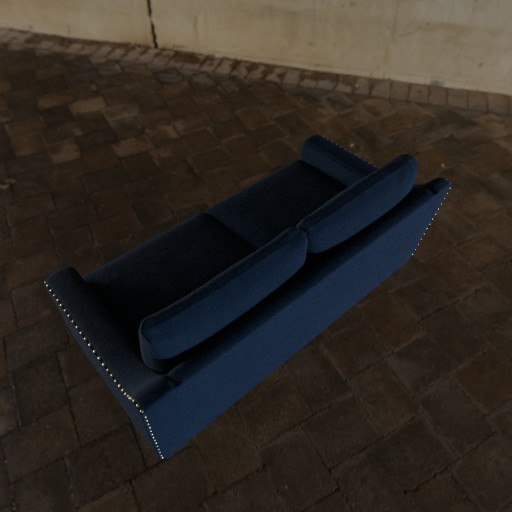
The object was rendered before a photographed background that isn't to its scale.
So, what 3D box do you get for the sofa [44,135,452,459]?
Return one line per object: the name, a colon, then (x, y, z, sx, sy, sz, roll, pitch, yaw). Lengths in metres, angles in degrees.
sofa: (0.000, 0.000, 2.649, 2.107, 0.983, 1.104, -33, 56, -26)
